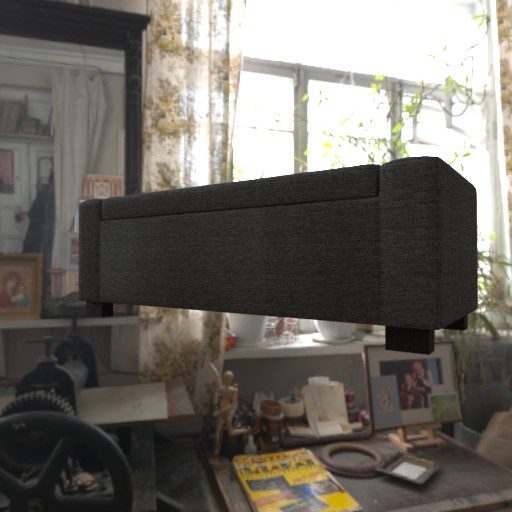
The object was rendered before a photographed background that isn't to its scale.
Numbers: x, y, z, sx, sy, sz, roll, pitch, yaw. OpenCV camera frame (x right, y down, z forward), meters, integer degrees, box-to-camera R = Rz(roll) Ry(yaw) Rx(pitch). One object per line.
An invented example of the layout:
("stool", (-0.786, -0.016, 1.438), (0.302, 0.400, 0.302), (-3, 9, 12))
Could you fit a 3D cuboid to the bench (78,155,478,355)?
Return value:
("bench", (0.000, 0.000, 1.508), (1.296, 0.445, 0.508), (-1, -1, 35))
